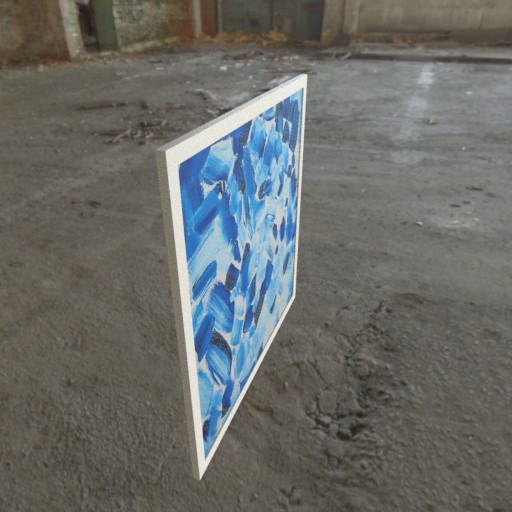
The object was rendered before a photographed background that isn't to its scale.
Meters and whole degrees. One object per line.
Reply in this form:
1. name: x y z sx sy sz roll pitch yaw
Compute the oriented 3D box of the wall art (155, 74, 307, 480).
1. wall art: 0.000 0.000 0.975 0.015 0.660 0.660 11 32 18
